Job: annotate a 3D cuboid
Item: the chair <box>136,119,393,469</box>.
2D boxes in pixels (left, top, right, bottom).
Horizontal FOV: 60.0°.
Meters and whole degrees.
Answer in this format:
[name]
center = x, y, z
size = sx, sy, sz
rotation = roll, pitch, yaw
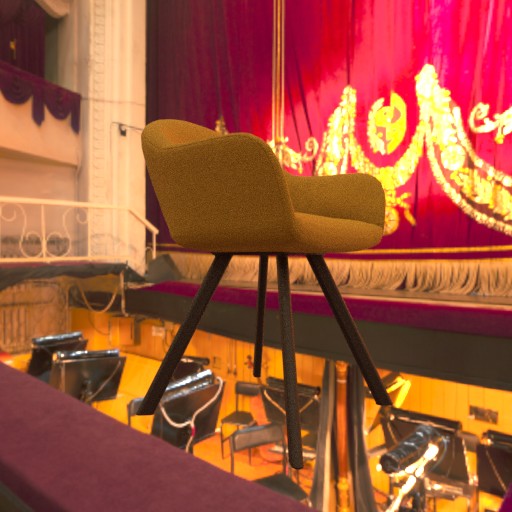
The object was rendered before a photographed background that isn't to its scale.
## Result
[chair]
center = 0.000, 0.000, 1.156
size = 0.565, 0.775, 0.545
rotation = 0, 0, 38
